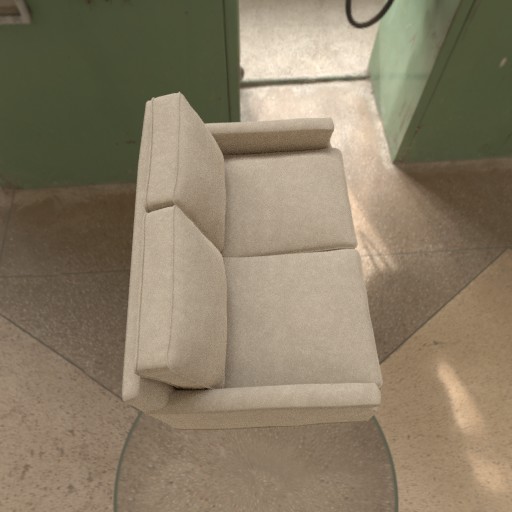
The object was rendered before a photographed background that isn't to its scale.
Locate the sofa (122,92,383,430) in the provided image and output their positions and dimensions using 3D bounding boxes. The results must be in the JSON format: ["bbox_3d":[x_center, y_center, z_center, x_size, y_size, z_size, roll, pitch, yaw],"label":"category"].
[{"bbox_3d":[0.000,0.000,2.277,1.084,1.002,1.597,-3,63,-1],"label":"sofa"}]
